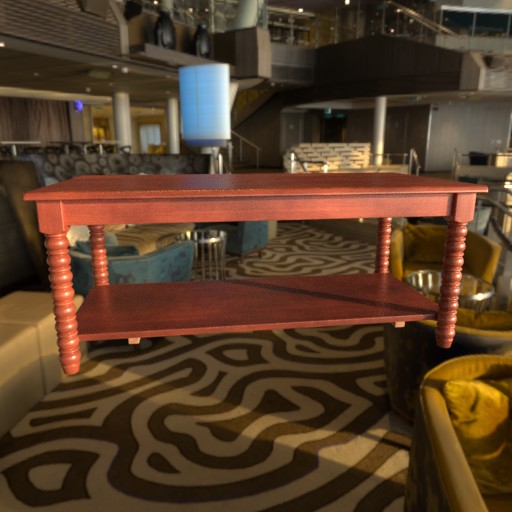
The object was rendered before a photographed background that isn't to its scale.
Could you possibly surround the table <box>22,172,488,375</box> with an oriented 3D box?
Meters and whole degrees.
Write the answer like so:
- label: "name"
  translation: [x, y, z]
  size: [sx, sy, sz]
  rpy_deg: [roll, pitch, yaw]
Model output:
- label: "table"
  translation: [0.000, 0.000, 1.426]
  size: [1.171, 0.485, 0.580]
  rpy_deg: [-2, 14, -8]
